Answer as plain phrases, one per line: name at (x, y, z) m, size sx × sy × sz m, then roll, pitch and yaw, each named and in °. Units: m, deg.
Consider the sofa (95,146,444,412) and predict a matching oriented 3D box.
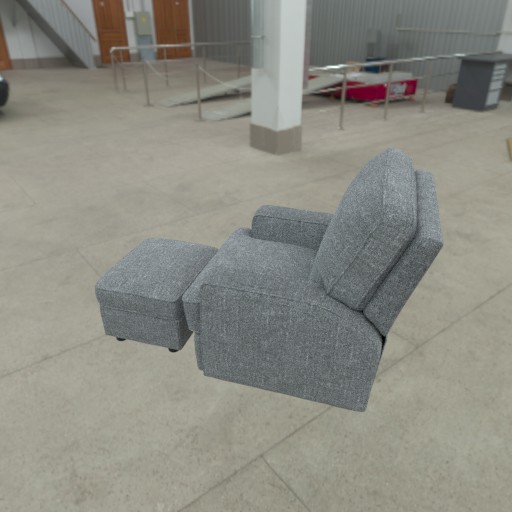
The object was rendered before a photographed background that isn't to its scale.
sofa at (0.000, 0.000, 2.074) m, size 1.472 × 0.959 × 0.861 m, roll 8°, pitch 30°, yaw 15°
